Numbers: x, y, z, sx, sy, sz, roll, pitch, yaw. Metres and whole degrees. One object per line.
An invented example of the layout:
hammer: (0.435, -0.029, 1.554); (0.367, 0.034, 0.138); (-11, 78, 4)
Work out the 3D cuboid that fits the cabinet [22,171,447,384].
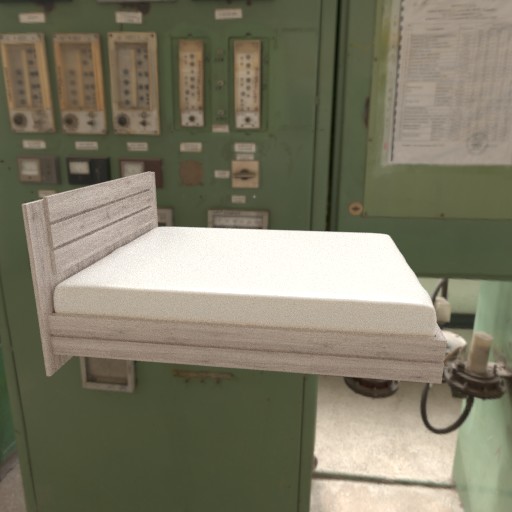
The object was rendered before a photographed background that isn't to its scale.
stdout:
cabinet: (0.000, 0.000, 3.001); (2.080, 0.970, 1.750); (2, 16, 8)
